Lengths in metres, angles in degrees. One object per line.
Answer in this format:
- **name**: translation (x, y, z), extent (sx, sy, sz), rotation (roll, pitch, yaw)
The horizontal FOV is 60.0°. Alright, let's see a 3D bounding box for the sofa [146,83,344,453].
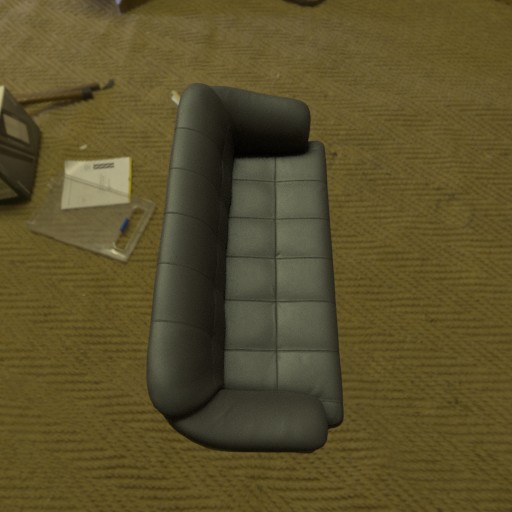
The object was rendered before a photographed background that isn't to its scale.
- **sofa**: translation (0.000, 0.000, 2.235), extent (0.800, 0.811, 1.829), rotation (1, 63, 0)
